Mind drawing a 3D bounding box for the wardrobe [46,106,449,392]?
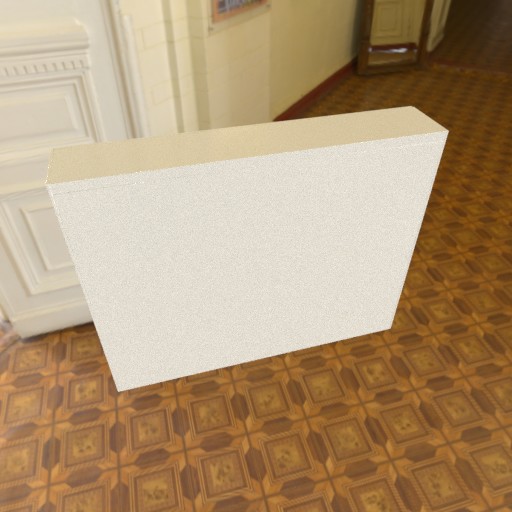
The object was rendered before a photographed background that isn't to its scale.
[{"bbox_3d":[0.000,0.000,4.157,3.000,2.360,0.580,-10,41,-12],"label":"wardrobe"}]
